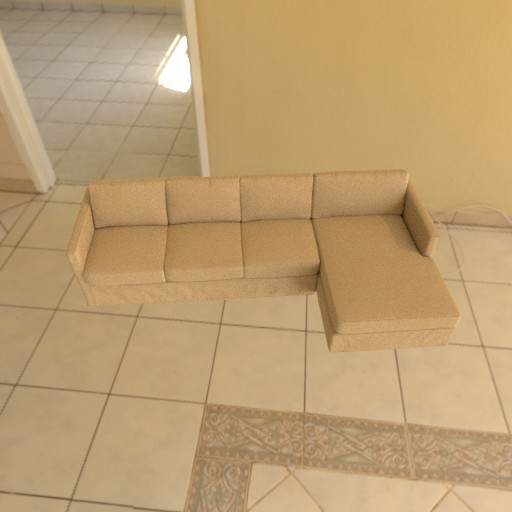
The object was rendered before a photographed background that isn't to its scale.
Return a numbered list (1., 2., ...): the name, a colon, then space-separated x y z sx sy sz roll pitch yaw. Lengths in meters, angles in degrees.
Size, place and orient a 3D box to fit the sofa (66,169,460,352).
1. sofa: 0.000 0.000 3.979 3.177 0.867 1.622 -3 46 -3
